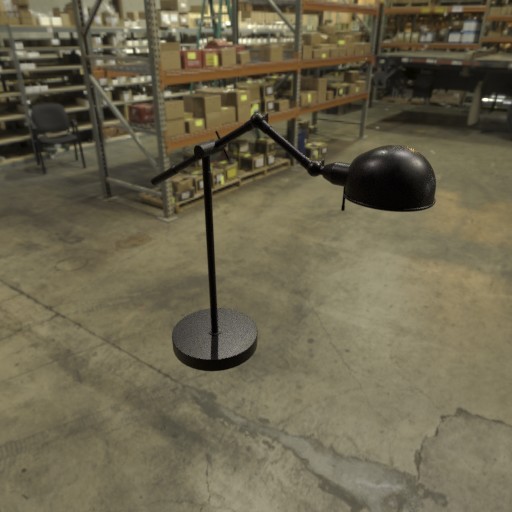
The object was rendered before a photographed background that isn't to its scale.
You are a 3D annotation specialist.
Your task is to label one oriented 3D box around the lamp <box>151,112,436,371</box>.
[{"bbox_3d":[0.000,0.000,0.809,0.567,0.495,0.185,18,32,31],"label":"lamp"}]
